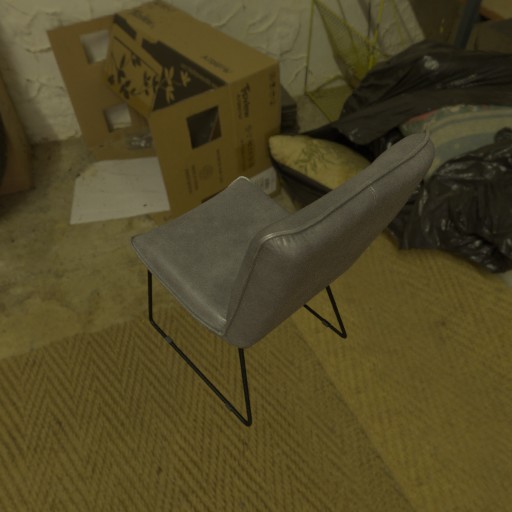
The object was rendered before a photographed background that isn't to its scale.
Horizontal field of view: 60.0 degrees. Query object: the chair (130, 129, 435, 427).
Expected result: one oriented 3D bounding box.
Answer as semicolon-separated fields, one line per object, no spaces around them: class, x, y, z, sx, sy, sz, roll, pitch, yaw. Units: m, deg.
chair;0.000;0.000;1.343;0.515;0.932;0.688;-34;56;-28
